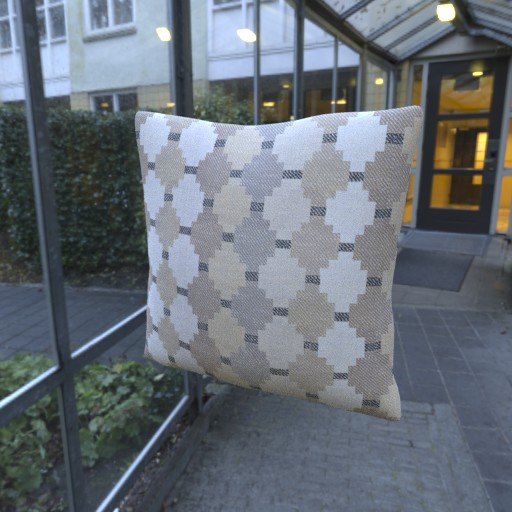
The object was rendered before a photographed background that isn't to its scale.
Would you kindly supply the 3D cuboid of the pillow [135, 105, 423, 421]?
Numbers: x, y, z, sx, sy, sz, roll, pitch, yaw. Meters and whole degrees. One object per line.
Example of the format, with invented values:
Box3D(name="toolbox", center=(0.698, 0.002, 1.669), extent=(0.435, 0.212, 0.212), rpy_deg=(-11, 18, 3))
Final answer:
Box3D(name="pillow", center=(0.000, 0.000, 0.860), extent=(0.578, 0.558, 0.192), rpy_deg=(6, 14, 25))
